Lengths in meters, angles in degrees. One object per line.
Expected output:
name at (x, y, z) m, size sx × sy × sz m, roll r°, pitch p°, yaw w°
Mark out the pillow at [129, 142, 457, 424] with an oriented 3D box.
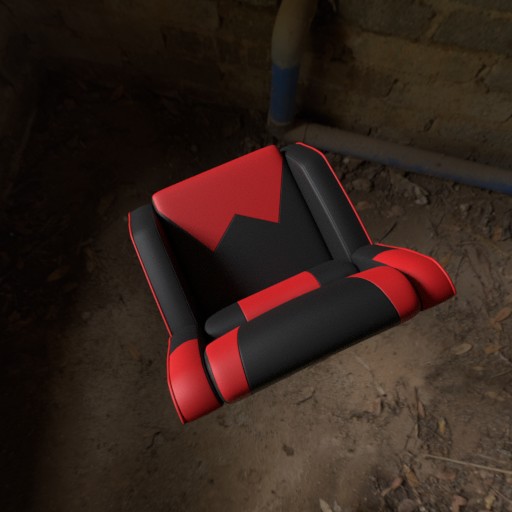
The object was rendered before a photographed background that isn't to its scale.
pillow at (0.000, 0.000, 1.294) m, size 0.620 × 0.805 × 0.672 m, roll -24°, pitch 76°, yaw -6°
